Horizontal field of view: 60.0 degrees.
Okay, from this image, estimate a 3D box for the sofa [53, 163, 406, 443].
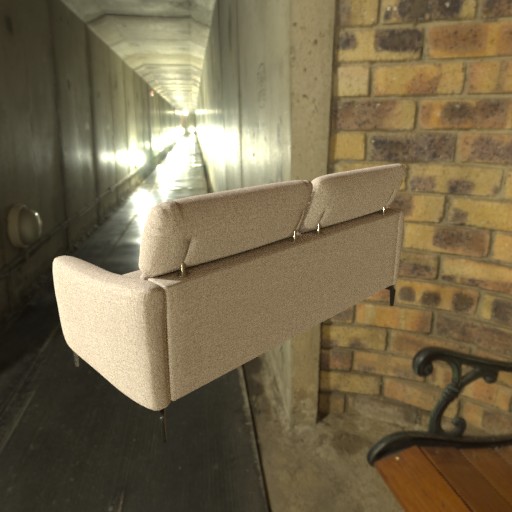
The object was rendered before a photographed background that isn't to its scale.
[{"bbox_3d":[0.000,0.000,2.506,0.856,0.956,2.015,17,25,42],"label":"sofa"}]
